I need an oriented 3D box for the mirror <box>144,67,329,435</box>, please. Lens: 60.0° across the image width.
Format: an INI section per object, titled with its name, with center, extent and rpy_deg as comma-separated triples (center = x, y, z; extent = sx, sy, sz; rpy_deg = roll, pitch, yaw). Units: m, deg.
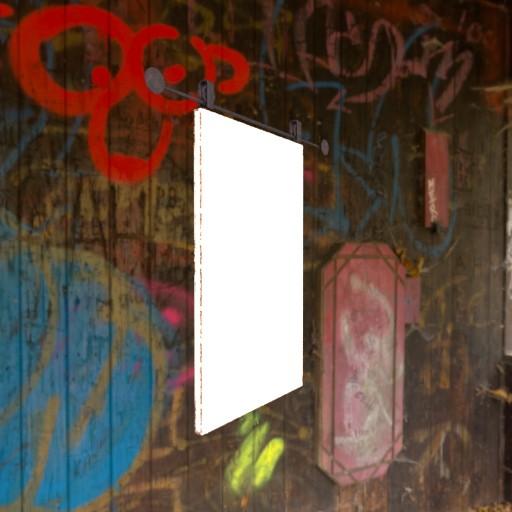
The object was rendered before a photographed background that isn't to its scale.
[mirror]
center = 0.000, 0.000, 1.237
extent = 0.037, 0.844, 0.808
rpy_deg = 1, 1, 36
